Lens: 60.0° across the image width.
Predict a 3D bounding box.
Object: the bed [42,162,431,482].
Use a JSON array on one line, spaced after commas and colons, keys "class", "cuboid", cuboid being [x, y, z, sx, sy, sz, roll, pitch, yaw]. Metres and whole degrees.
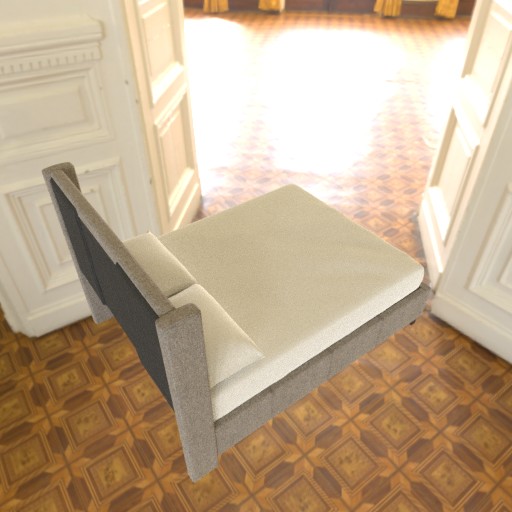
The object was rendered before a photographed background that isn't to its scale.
[{"class": "bed", "cuboid": [0.000, 0.000, 3.351, 2.245, 1.481, 1.714, -26, 46, -27]}]
